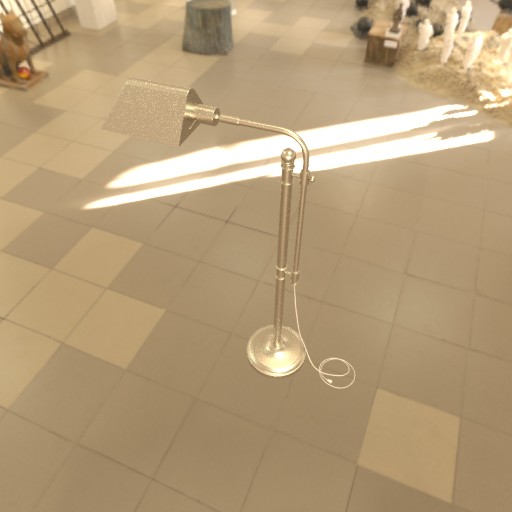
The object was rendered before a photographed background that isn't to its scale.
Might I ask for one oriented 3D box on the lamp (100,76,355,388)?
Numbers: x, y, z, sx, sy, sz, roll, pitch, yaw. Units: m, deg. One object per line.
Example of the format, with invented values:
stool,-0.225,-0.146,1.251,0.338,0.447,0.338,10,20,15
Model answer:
lamp,0.000,0.000,0.955,0.546,0.708,0.159,17,49,15
